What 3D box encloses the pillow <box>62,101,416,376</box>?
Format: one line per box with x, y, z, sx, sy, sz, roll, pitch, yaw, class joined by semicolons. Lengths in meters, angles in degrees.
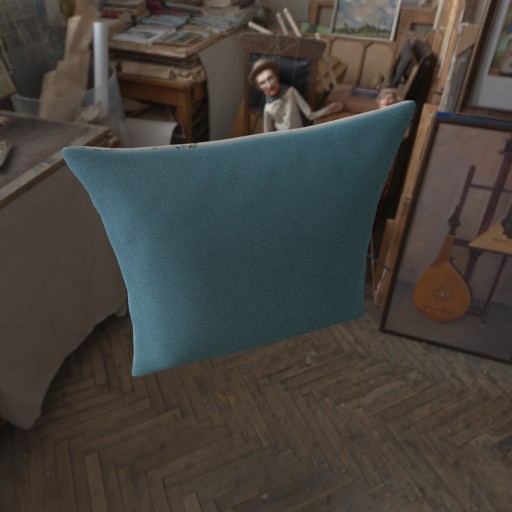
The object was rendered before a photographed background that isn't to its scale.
0.000;0.000;0.794;0.526;0.507;0.166;-12;42;-14;pillow
